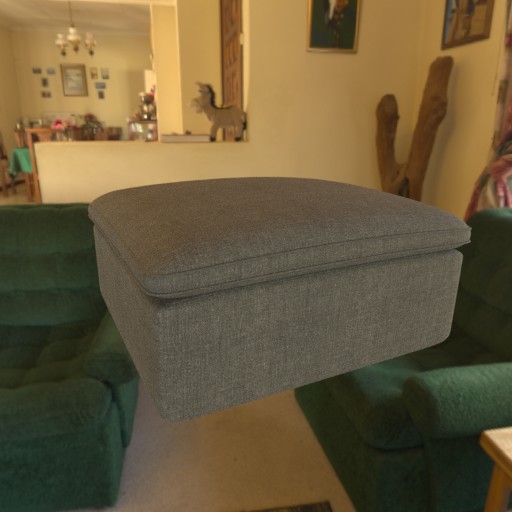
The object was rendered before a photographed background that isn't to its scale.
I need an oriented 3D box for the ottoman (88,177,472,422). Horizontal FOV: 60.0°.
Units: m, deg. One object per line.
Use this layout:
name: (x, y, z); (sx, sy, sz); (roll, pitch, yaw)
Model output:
ottoman: (0.000, 0.000, 1.677); (1.067, 0.559, 1.067); (-8, 19, -26)
